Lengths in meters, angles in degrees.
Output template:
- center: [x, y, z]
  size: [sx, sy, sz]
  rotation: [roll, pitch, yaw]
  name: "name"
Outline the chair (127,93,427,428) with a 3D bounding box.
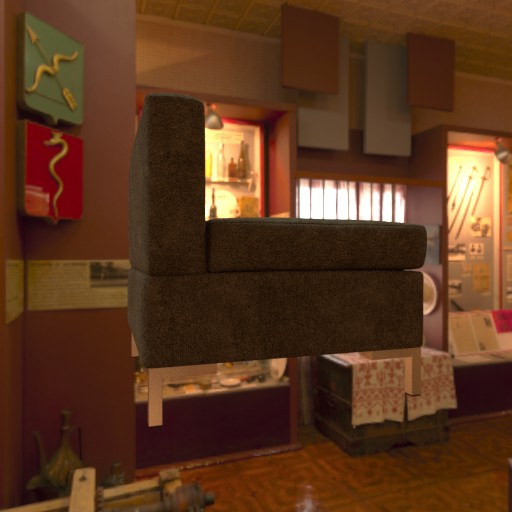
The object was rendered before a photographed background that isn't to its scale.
- center: [0.000, 0.000, 1.252]
  size: [0.680, 0.660, 0.680]
  rotation: [0, 0, -19]
  name: "chair"
